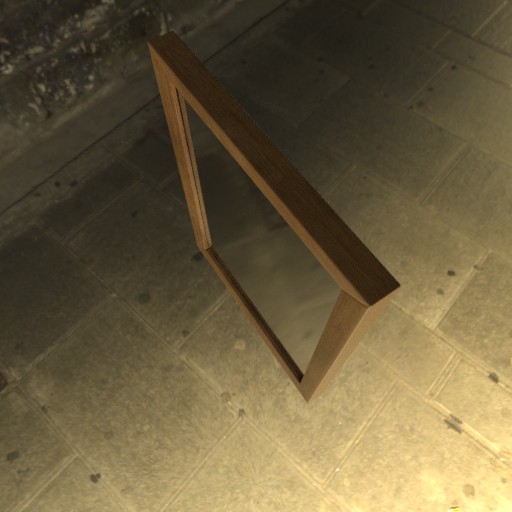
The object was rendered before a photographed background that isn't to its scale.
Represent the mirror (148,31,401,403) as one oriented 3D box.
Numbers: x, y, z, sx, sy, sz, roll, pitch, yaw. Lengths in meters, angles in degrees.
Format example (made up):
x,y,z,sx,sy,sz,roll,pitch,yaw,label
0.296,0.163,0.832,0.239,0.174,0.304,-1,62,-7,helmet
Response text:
x,y,z,sx,sy,sz,roll,pitch,yaw,label
0.000,0.000,0.682,0.041,0.508,0.405,-31,67,-15,mirror
